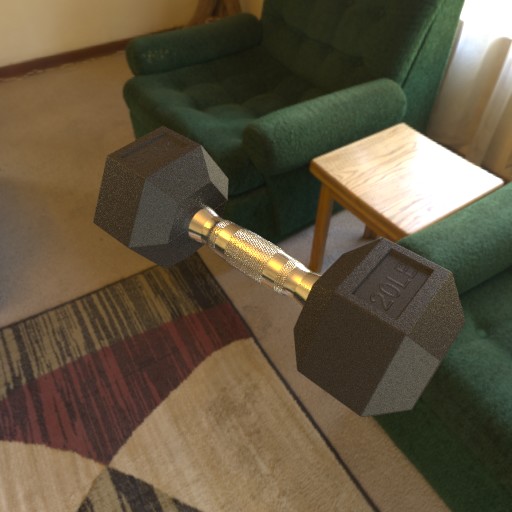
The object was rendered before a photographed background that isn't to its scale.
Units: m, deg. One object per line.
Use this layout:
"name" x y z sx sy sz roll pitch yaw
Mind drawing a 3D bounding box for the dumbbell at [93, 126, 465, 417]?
"dumbbell" 0.000 0.000 0.342 0.297 0.101 0.116 32 54 26
